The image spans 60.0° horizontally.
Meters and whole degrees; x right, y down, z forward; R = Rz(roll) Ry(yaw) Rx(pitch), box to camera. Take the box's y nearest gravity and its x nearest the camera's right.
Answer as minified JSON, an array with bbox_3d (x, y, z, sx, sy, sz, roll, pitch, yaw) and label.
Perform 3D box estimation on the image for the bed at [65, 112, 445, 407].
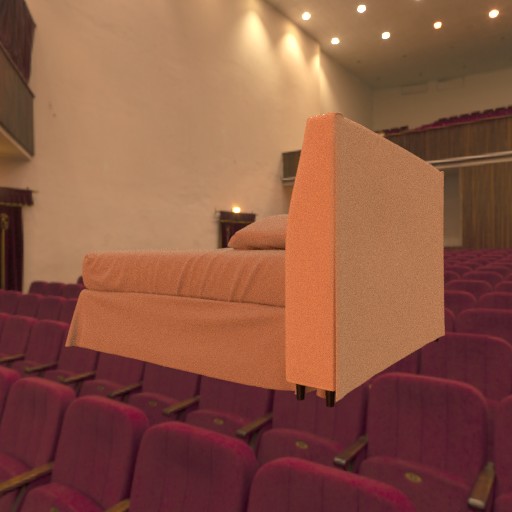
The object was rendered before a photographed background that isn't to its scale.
[{"bbox_3d":[0.000,0.000,3.357,2.276,1.332,1.925,0,1,36],"label":"bed"}]
